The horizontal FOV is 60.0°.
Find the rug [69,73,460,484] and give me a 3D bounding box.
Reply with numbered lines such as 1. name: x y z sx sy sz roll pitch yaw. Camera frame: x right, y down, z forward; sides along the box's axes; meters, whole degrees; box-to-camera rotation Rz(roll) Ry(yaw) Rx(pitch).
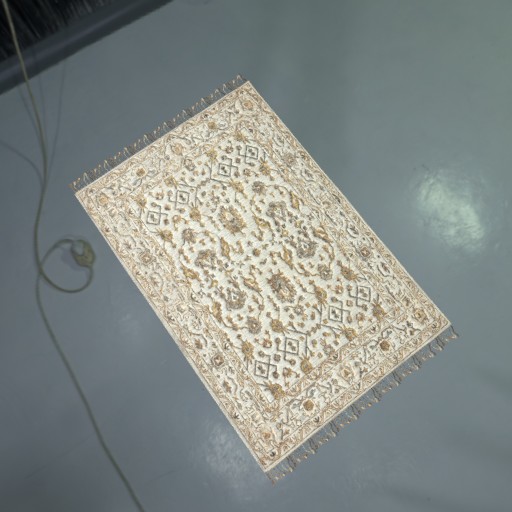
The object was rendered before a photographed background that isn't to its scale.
1. rug: 0.000 0.000 3.007 1.529 0.027 2.434 -36 79 -8
